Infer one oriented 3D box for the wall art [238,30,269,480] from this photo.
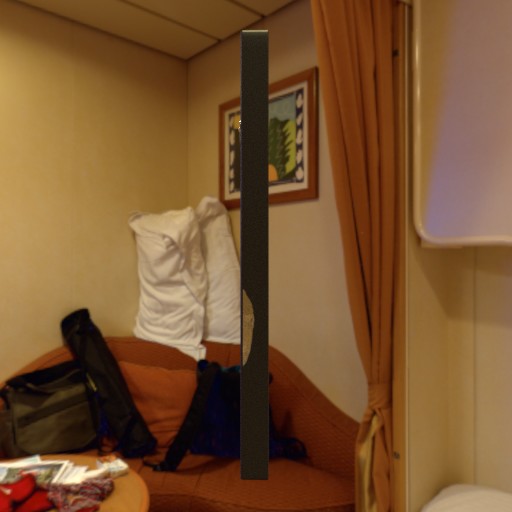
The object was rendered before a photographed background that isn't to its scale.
[{"bbox_3d":[0.000,0.000,0.902,0.043,0.611,0.610,0,0,1],"label":"wall art"}]
